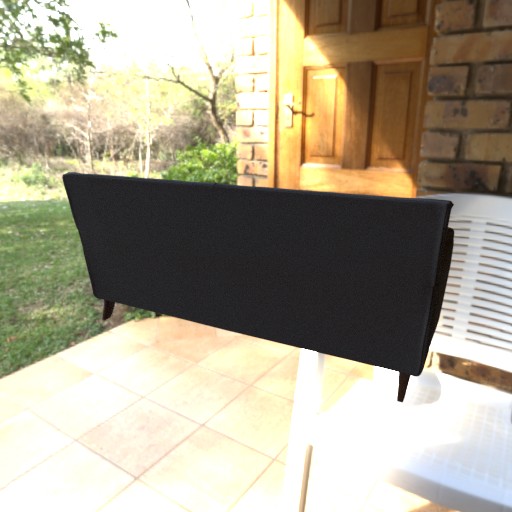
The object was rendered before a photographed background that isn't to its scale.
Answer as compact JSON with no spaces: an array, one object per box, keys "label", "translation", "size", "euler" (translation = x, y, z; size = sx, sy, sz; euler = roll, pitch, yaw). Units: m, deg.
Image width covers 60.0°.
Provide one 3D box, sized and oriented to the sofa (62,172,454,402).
[{"label":"sofa","translation":[0.000,0.000,2.477],"size":[2.002,0.907,0.843],"euler":[9,19,27]}]
